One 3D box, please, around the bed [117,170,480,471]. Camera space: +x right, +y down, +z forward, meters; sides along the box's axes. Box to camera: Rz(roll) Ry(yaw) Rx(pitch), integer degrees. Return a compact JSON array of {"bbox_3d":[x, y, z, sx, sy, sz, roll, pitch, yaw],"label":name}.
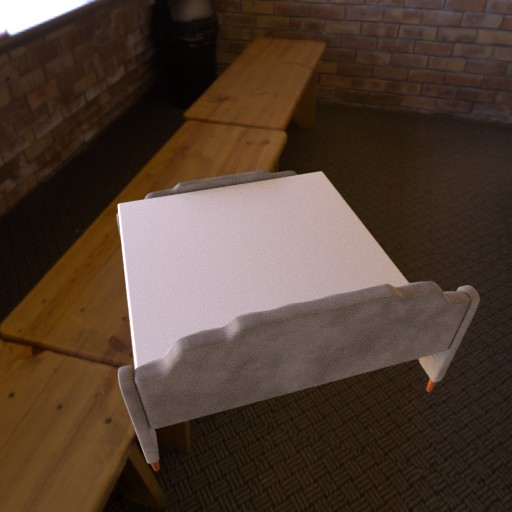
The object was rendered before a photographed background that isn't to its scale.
[{"bbox_3d":[0.000,0.000,3.468,2.074,1.245,2.340,-11,43,-12],"label":"bed"}]
